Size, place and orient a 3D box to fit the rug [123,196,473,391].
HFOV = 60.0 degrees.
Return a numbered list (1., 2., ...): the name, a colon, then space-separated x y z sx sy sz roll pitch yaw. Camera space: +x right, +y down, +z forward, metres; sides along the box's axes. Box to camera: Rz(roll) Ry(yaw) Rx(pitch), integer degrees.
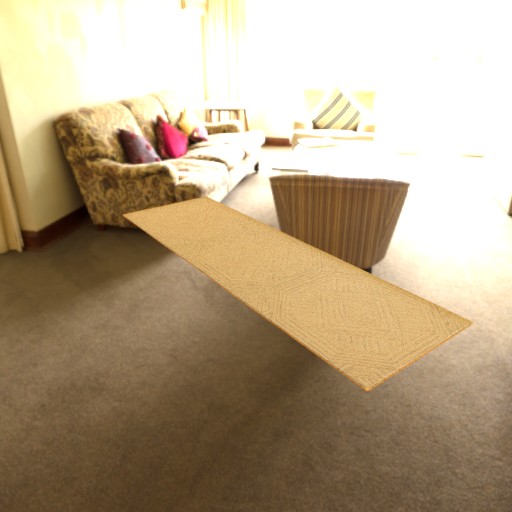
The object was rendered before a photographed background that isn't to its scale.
1. rug: 0.000 0.000 2.802 0.775 0.012 2.452 -18 31 -33
